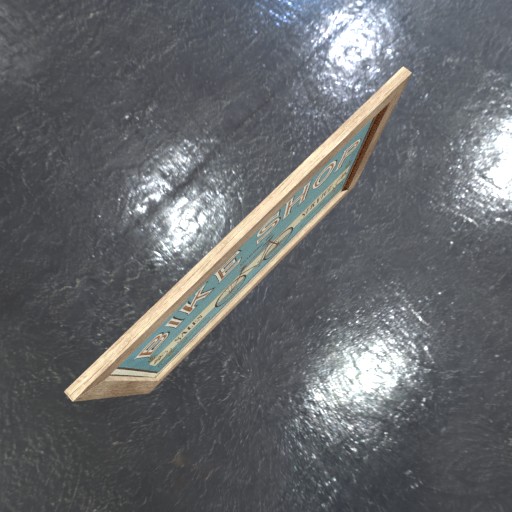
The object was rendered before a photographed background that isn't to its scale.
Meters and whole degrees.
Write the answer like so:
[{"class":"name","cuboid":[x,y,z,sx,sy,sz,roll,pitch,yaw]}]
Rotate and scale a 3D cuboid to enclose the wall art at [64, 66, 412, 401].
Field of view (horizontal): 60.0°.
[{"class":"wall art","cuboid":[0.000,0.000,0.948,0.021,0.480,0.780,43,79,11]}]
